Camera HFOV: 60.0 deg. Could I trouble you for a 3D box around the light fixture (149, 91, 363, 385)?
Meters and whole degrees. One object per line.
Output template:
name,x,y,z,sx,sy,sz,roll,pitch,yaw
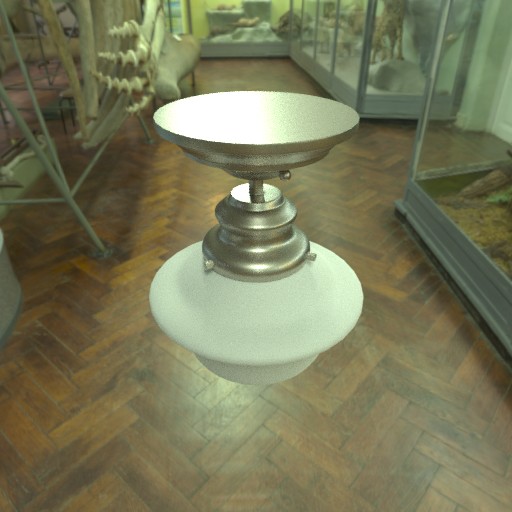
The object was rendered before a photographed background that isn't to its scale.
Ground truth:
light fixture,0.000,0.000,0.399,0.199,0.254,0.199,0,32,0
